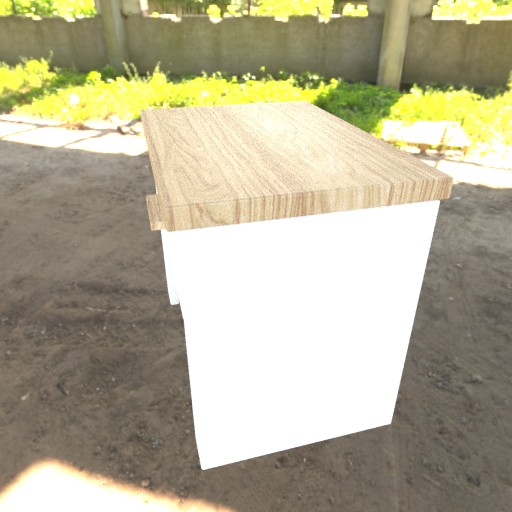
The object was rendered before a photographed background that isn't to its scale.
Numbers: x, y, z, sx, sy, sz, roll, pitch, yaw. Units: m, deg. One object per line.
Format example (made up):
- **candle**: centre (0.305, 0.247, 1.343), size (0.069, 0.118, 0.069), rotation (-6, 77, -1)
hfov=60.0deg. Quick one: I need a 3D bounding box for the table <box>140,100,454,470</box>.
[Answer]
- **table**: centre (0.000, 0.000, 0.811), size (0.360, 0.440, 0.500), rotation (-8, 31, -13)
